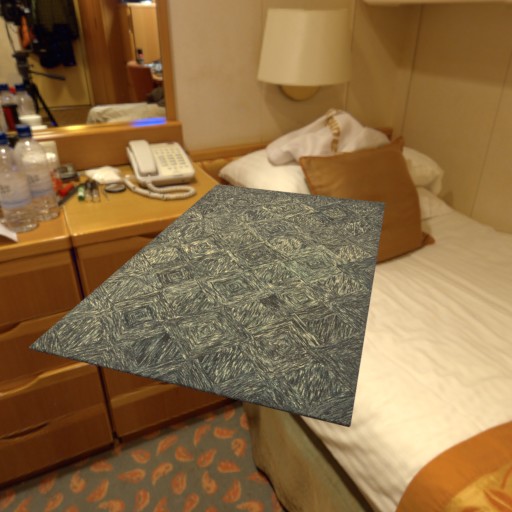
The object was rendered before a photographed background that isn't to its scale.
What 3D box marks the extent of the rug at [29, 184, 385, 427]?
[{"bbox_3d":[0.000,0.000,2.833,1.478,0.017,2.330,9,30,15],"label":"rug"}]
